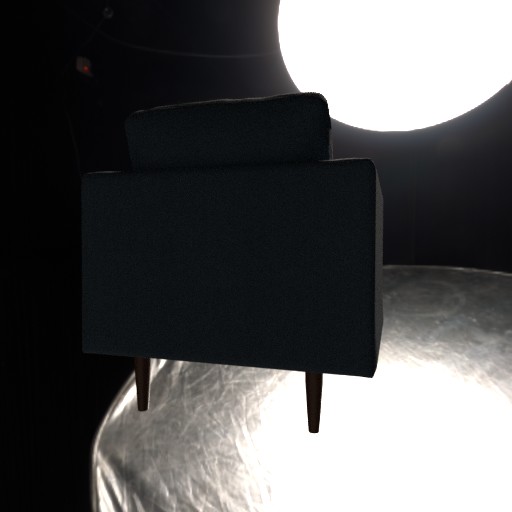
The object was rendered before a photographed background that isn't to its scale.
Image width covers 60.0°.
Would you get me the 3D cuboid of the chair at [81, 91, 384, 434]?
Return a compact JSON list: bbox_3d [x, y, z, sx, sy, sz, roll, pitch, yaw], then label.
[{"bbox_3d":[0.000,0.000,1.563,0.855,0.922,0.820,1,2,17],"label":"chair"}]
